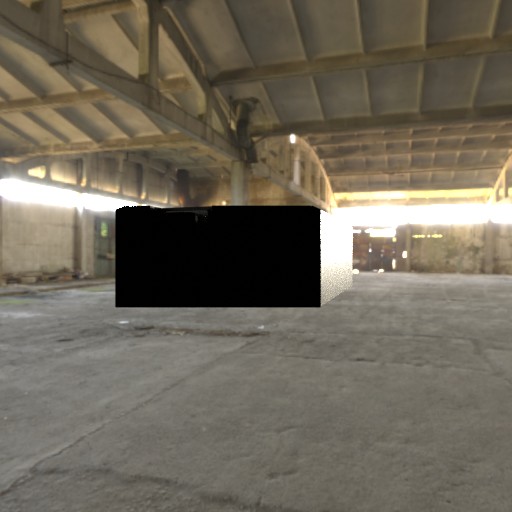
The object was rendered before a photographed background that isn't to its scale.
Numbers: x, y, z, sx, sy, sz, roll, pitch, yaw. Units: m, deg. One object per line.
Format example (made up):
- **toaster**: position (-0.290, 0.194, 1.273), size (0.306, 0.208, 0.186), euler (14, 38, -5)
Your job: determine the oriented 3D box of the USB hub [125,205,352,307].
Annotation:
- **USB hub**: position (0.000, 0.000, 0.126), size (0.044, 0.023, 0.110), euler (0, 0, 18)
